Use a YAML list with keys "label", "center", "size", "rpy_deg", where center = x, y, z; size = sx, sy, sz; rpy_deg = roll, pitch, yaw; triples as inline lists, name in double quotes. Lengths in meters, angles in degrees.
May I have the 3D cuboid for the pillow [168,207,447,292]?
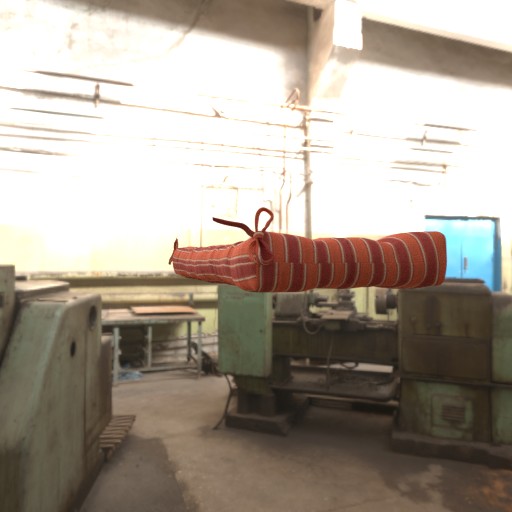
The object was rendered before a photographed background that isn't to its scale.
- label: "pillow"
  center: [0.000, 0.000, 1.395]
  size: [0.511, 0.174, 1.194]
  rpy_deg: [0, -1, -18]
